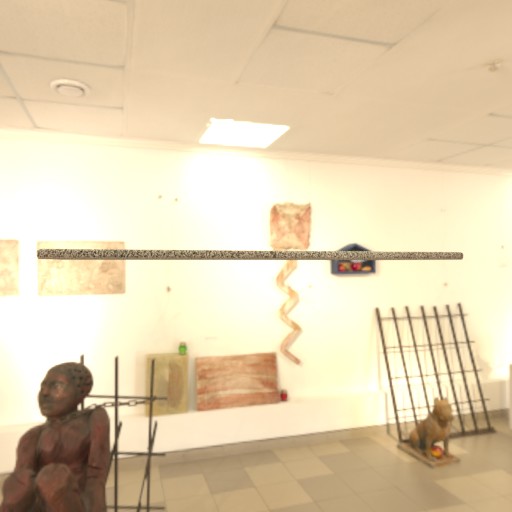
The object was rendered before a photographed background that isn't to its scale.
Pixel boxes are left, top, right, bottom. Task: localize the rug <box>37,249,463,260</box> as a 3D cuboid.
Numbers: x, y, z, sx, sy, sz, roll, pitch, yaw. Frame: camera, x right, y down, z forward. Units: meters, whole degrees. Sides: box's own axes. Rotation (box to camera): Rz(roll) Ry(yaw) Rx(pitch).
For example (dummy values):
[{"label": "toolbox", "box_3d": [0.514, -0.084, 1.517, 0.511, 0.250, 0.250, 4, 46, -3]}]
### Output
[{"label": "rug", "box_3d": [0.000, 0.000, 1.792, 1.524, 0.030, 0.609, 0, -1, -18]}]
